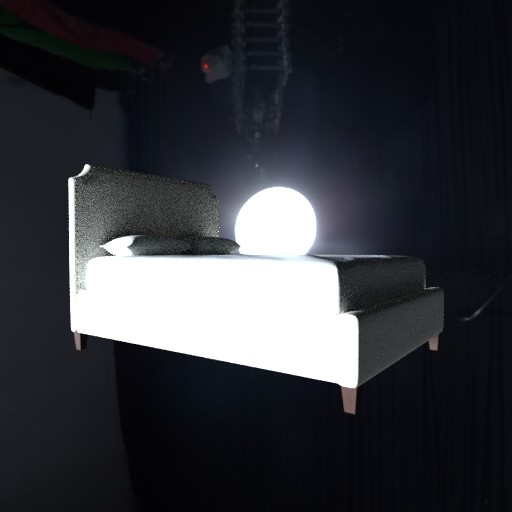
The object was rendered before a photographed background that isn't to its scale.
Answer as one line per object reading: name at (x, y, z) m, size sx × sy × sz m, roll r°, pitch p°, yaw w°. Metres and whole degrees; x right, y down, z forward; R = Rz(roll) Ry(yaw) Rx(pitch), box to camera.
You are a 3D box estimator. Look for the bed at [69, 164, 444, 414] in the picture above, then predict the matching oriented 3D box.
bed at (0.000, 0.000, 3.411) m, size 2.365 × 1.443 × 1.712 m, roll 1°, pitch 2°, yaw 35°
